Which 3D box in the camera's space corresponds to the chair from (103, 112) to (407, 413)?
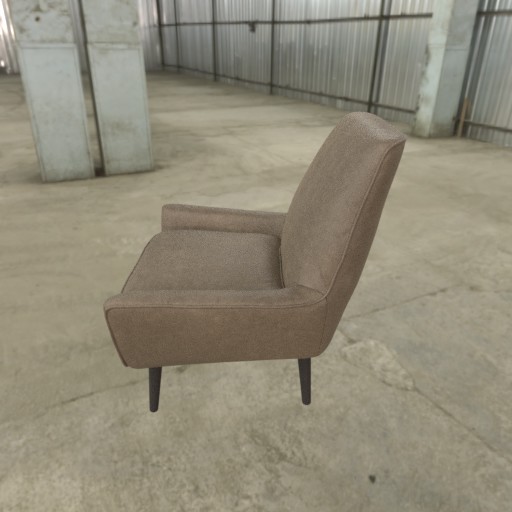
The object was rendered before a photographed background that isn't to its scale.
[{"bbox_3d":[0.000,0.000,1.498,0.824,0.888,0.787,0,26,1],"label":"chair"}]
